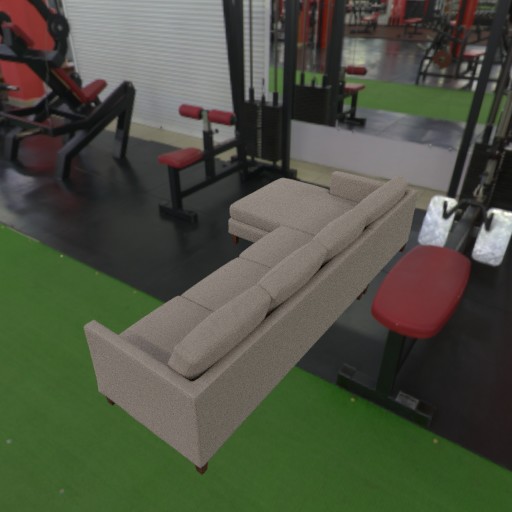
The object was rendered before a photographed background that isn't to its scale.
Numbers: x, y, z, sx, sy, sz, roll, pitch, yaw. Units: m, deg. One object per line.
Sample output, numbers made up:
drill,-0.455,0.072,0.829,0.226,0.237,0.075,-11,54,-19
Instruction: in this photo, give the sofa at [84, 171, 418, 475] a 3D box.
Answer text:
sofa,0.000,0.000,3.797,1.625,0.846,3.186,22,38,31
